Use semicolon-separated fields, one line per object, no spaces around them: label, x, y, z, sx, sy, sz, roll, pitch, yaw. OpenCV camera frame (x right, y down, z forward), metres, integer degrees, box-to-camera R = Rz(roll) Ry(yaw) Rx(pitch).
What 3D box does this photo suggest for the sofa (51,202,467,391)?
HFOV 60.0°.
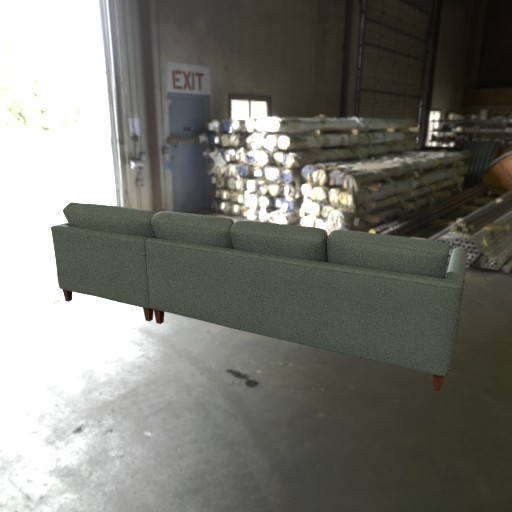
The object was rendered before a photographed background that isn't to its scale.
sofa;0.000;0.000;4.051;3.471;0.950;1.604;8;19;25
